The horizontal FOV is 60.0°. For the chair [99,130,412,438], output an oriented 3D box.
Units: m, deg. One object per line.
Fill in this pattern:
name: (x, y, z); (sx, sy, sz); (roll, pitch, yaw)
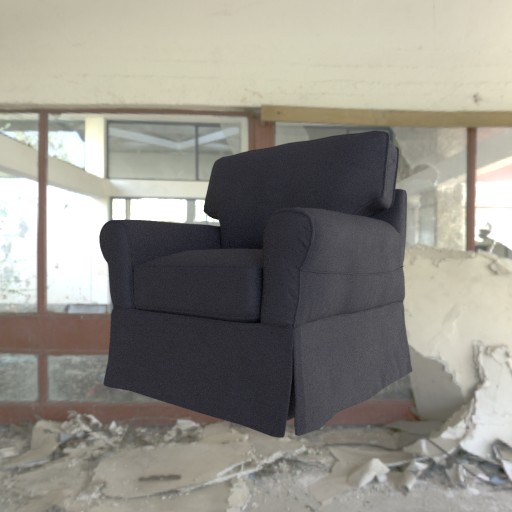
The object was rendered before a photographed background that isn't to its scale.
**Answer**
chair: (0.000, 0.000, 1.995); (1.119, 1.140, 1.002); (0, 1, 35)
